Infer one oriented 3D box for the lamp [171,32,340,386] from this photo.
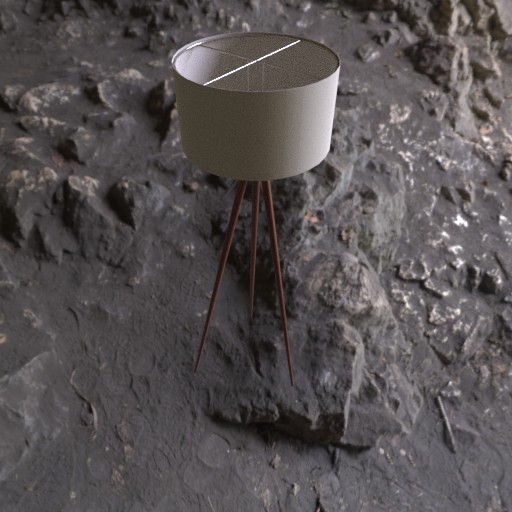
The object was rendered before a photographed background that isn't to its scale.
[{"bbox_3d":[0.000,0.000,1.802,0.483,1.553,0.483,28,49,27],"label":"lamp"}]
